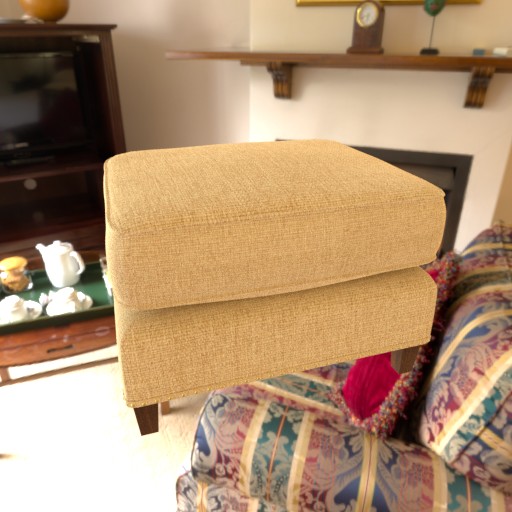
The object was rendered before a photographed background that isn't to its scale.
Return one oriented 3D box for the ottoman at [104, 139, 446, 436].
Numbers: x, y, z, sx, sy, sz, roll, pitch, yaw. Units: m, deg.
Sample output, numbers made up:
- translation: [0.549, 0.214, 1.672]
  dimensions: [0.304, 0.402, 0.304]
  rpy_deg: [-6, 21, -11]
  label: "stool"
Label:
- translation: [0.000, 0.000, 1.162]
  dimensions: [0.738, 0.537, 0.589]
  rpy_deg: [-8, 27, -16]
  label: "ottoman"
